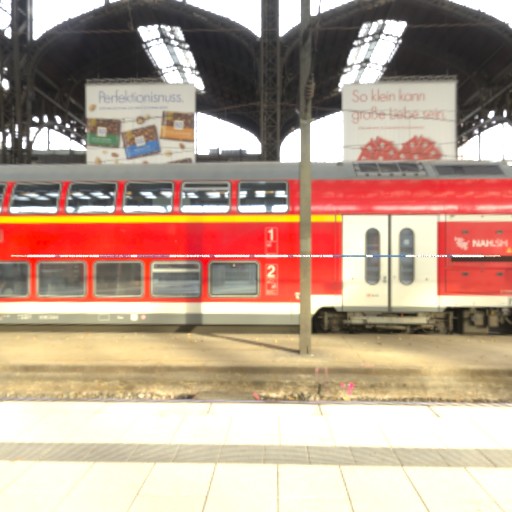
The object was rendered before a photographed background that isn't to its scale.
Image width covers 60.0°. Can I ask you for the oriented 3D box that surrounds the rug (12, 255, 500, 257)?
[{"bbox_3d":[0.000,0.000,2.975,2.441,0.010,1.532,0,0,1],"label":"rug"}]
